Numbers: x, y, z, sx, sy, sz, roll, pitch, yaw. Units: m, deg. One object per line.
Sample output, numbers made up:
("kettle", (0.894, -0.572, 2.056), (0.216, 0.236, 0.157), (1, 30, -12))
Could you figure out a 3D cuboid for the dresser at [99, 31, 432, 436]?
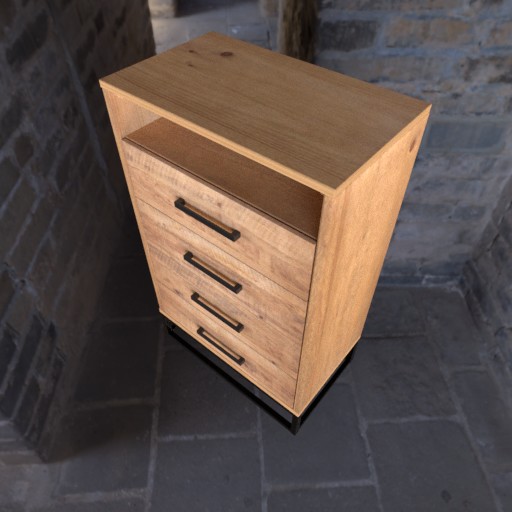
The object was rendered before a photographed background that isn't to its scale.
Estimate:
("dresser", (0.000, 0.000, 1.603), (0.761, 1.240, 0.479), (31, 54, 26))
